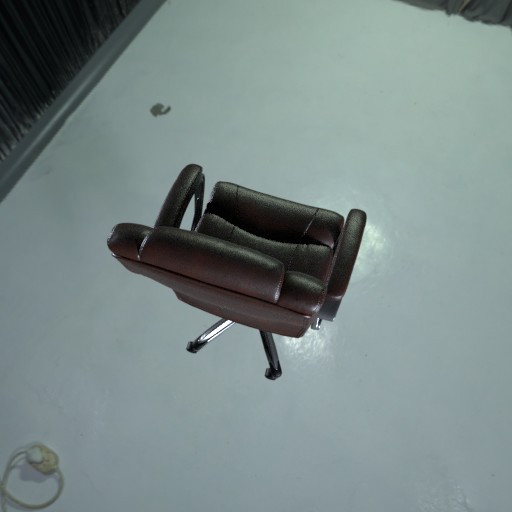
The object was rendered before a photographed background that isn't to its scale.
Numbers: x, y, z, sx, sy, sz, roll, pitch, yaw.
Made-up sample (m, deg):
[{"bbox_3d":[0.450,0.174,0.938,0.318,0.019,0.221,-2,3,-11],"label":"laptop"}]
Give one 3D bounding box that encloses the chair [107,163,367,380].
[{"bbox_3d":[0.000,0.000,1.566,0.656,1.128,0.692,17,65,8],"label":"chair"}]
